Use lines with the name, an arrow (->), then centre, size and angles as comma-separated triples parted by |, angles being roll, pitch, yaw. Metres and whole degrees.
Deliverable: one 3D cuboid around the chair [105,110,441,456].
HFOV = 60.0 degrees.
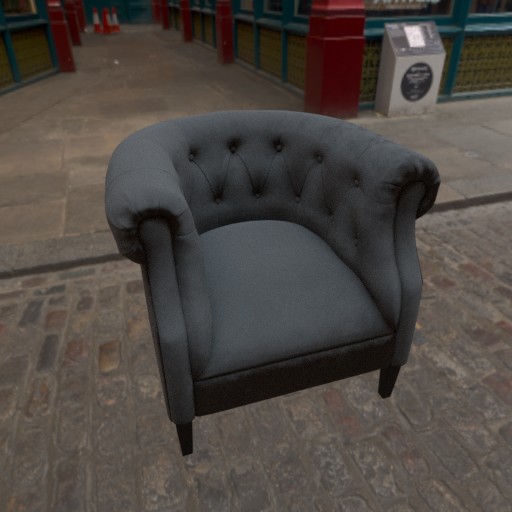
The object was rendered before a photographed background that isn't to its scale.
chair -> 0.000, 0.000, 1.529 | 0.904, 0.826, 0.851 | -10, 33, -16
